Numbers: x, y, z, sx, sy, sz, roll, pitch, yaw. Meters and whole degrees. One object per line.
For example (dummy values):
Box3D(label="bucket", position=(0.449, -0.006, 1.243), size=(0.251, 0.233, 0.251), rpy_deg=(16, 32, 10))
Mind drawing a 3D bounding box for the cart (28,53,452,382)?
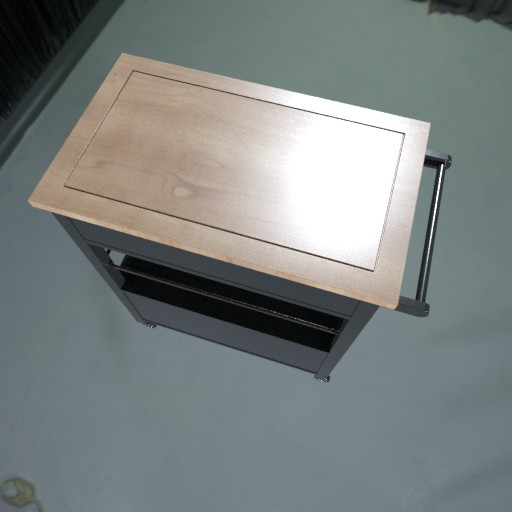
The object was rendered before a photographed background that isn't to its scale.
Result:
Box3D(label="cart", position=(0.000, 0.000, 1.355), size=(0.840, 0.901, 0.459), rpy_deg=(16, 65, 8))
